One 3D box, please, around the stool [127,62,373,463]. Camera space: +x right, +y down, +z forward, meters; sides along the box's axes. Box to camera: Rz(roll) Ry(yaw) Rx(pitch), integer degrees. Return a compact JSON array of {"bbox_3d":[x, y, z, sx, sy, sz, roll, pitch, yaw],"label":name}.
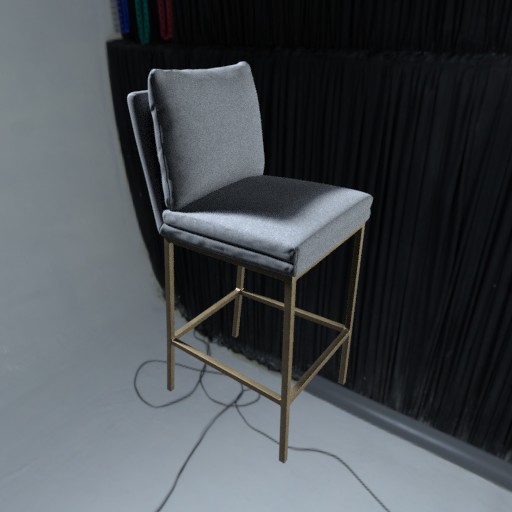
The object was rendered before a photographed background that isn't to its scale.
[{"bbox_3d":[0.000,0.000,1.436,0.569,1.130,0.463,18,33,31],"label":"stool"}]
